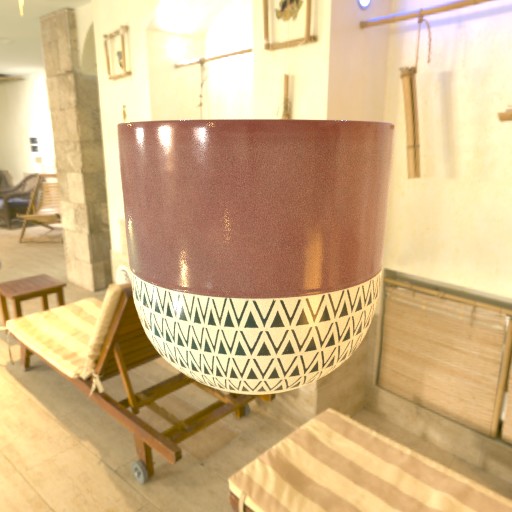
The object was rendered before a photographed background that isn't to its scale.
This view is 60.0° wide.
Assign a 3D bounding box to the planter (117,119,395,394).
[{"bbox_3d":[0.000,0.000,0.476,0.266,0.270,0.266,0,15,0],"label":"planter"}]
